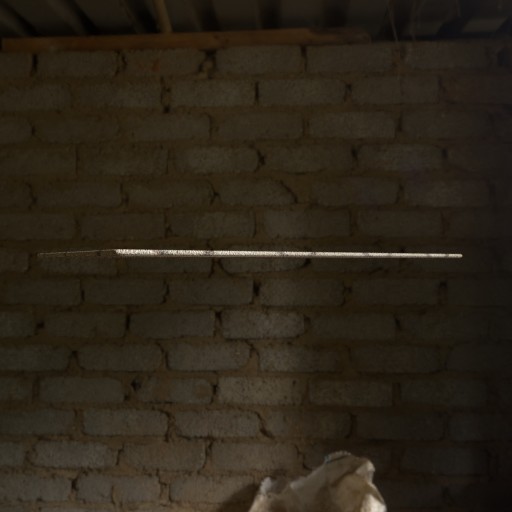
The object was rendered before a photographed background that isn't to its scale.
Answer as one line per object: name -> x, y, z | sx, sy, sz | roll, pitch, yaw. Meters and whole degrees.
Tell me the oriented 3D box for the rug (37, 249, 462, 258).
rug -> 0.000, 0.000, 2.890 | 2.348, 0.024, 1.501 | 0, -1, -36
